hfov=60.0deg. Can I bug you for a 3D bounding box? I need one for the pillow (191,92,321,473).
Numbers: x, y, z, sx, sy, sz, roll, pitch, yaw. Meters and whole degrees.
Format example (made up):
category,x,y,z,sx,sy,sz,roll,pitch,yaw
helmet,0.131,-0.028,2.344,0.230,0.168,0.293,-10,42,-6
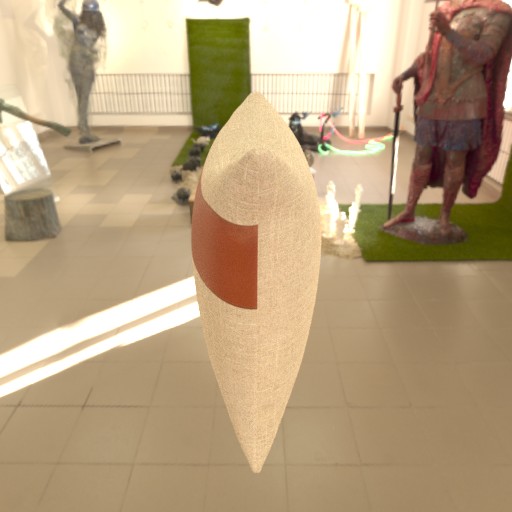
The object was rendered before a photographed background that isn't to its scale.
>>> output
category,x,y,z,sx,sy,sz,roll,pitch,yaw
pillow,0.000,0.000,0.631,0.173,0.399,0.414,0,27,0
